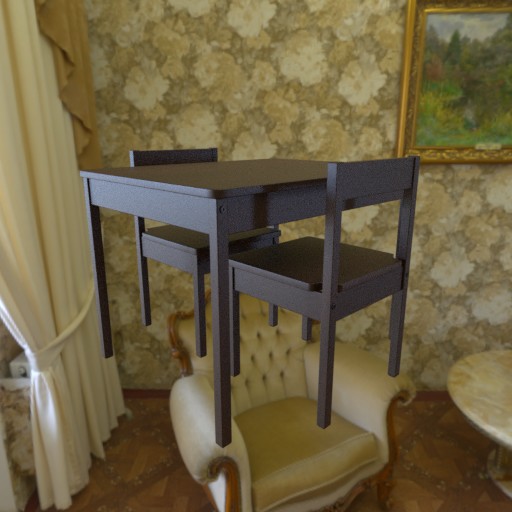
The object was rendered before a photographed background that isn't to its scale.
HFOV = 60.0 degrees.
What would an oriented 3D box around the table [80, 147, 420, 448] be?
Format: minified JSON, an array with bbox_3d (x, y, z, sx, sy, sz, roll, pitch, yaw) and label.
[{"bbox_3d":[0.000,0.000,1.105,0.650,0.503,0.672,-15,21,-42],"label":"table"}]
